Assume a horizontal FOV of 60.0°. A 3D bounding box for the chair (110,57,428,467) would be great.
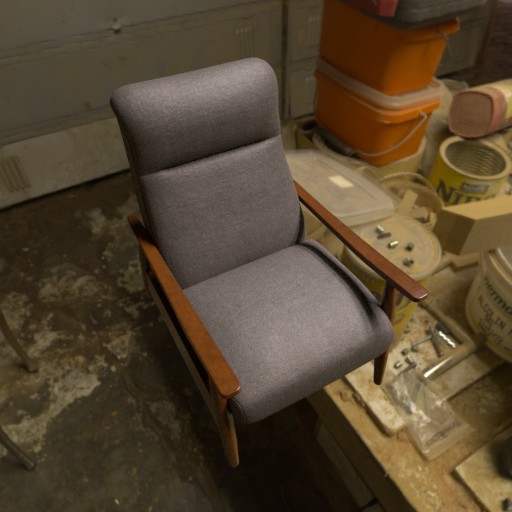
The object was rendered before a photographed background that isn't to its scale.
[{"bbox_3d":[0.000,0.000,1.707,0.762,1.081,1.014,-22,49,-20],"label":"chair"}]
